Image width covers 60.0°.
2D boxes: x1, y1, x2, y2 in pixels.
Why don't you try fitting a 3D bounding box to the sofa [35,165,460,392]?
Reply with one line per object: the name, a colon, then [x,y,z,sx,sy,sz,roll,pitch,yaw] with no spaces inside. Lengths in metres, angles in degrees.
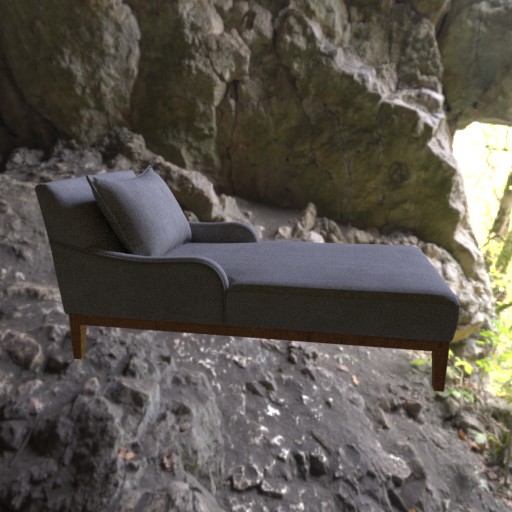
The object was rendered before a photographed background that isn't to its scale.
sofa: [0.000,0.000,2.266,1.779,0.859,0.894,3,15,9]
